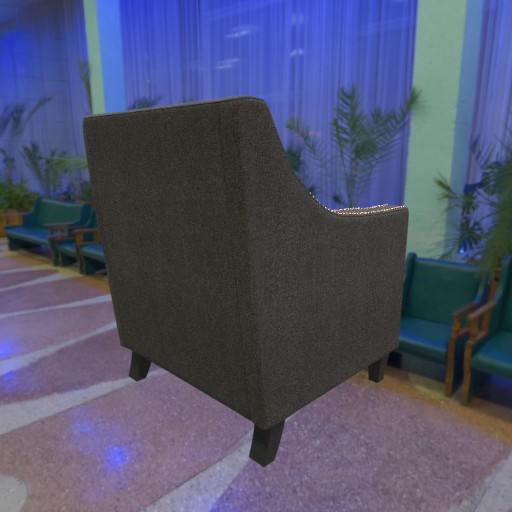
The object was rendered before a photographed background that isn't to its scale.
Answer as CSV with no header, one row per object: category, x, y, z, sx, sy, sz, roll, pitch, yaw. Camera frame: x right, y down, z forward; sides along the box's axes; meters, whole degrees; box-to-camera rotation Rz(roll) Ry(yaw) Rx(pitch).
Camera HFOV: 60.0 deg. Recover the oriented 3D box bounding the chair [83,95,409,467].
chair,0.000,0.000,1.590,0.776,0.967,0.884,13,18,43
